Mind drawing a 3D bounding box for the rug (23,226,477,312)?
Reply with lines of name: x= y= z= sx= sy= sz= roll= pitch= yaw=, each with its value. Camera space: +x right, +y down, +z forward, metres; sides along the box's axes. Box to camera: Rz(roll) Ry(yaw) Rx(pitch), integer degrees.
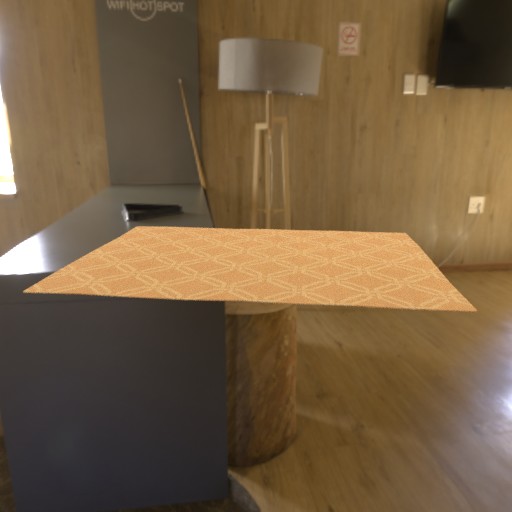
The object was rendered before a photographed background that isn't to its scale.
rug: x=0.000 y=0.000 z=2.760 sx=2.135 sy=0.013 sz=1.524 roll=2 pitch=16 yaw=6
